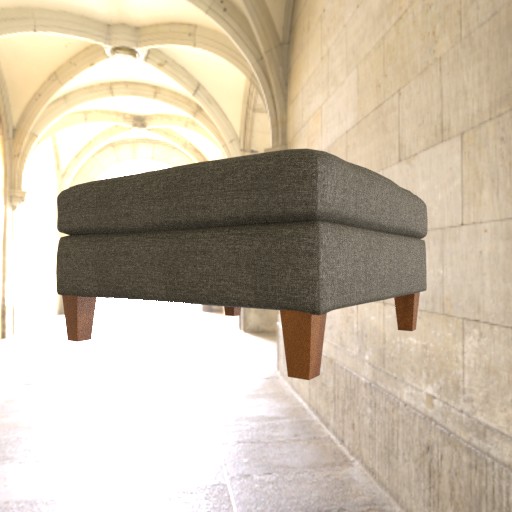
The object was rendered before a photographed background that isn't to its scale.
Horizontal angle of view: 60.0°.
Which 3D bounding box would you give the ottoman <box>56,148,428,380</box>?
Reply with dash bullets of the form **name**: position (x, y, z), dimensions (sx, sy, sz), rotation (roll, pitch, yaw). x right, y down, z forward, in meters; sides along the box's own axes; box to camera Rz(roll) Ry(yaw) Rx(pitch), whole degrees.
- **ottoman**: position (0.000, 0.000, 1.360), dimensions (0.838, 0.481, 0.838), rotation (-1, -1, 34)
